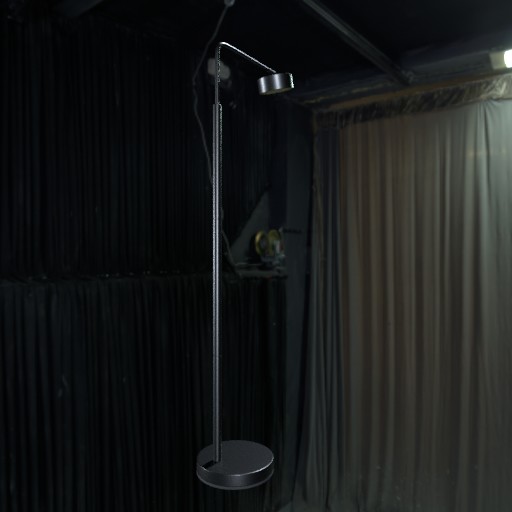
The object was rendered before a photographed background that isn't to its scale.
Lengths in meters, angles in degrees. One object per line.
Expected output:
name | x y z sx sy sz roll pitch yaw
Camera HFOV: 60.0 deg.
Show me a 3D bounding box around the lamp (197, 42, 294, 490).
lamp | 0.000 0.000 1.353 0.219 1.230 0.418 0 0 37
